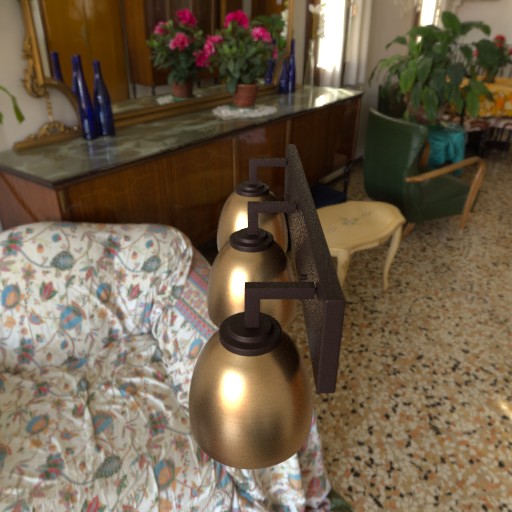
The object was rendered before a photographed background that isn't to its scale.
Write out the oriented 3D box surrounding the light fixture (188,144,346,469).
[{"bbox_3d":[0.000,0.000,0.675,0.157,0.204,0.582,0,28,0],"label":"light fixture"}]
